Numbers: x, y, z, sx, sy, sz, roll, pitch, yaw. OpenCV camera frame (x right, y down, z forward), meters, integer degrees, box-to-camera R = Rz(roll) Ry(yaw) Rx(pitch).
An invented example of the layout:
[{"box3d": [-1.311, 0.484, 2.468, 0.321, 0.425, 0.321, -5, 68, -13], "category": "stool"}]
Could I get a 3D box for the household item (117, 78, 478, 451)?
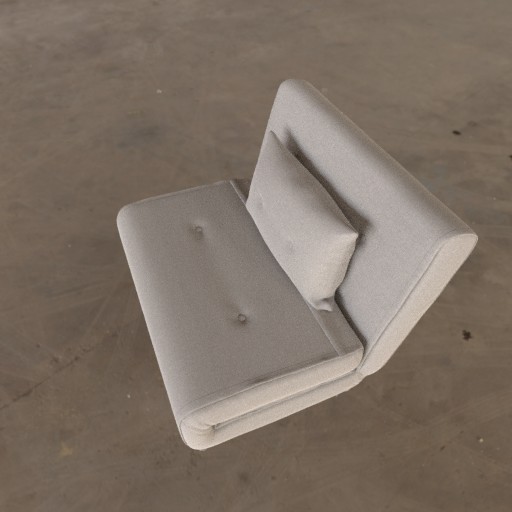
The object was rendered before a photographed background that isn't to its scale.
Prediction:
[{"box3d": [0.000, 0.000, 1.616, 0.874, 0.800, 1.000, -17, 49, -16], "category": "household item"}]
